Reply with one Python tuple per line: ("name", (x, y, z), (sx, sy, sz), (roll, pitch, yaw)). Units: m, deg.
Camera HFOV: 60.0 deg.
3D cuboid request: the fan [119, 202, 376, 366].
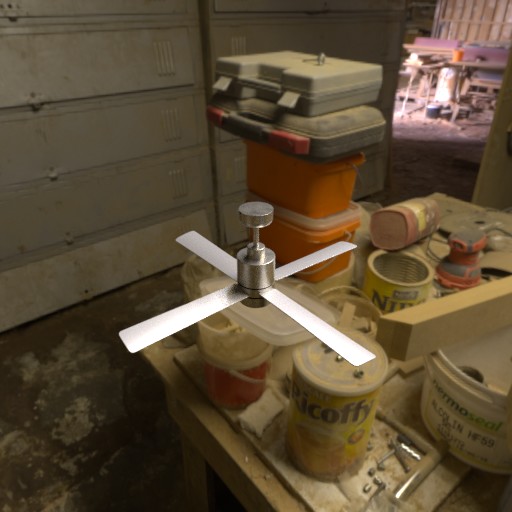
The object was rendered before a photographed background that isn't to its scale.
("fan", (0.000, 0.000, 2.321), (1.525, 0.539, 1.525), (-21, 36, -32))
